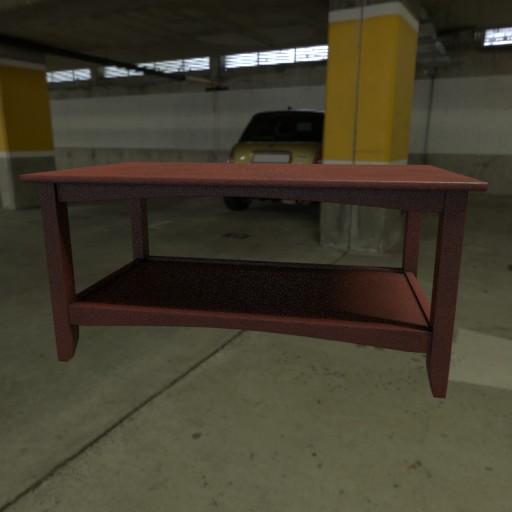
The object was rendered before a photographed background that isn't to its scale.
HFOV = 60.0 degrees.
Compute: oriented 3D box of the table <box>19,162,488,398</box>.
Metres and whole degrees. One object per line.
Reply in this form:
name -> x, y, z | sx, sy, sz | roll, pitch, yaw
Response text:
table -> 0.000, 0.000, 1.184 | 0.943, 0.456, 0.533 | 3, 15, 10
